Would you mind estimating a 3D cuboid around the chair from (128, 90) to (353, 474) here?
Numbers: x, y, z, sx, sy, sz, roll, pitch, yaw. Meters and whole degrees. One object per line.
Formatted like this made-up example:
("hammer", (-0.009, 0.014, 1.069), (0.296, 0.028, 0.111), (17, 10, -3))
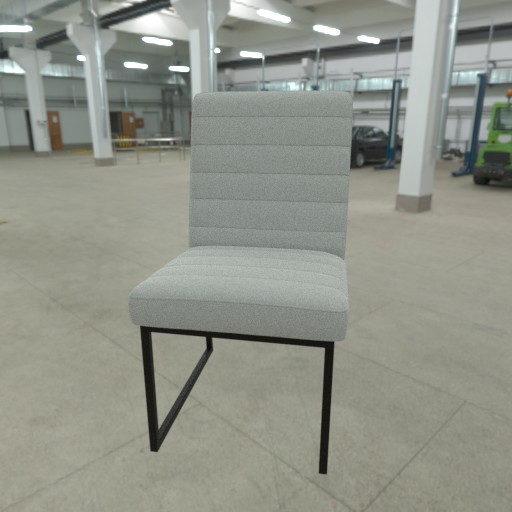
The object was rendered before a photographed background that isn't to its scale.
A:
("chair", (0.000, 0.000, 1.283), (0.520, 0.930, 0.634), (3, 17, 10))
